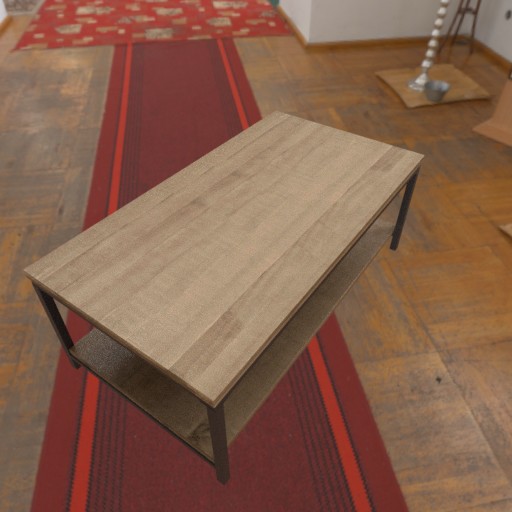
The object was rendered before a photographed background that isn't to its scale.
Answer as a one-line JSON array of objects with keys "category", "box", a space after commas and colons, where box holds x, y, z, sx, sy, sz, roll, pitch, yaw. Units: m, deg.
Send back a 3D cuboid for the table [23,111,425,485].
[{"category": "table", "box": [0.000, 0.000, 1.358, 0.574, 0.393, 1.062, 26, 48, 26]}]
